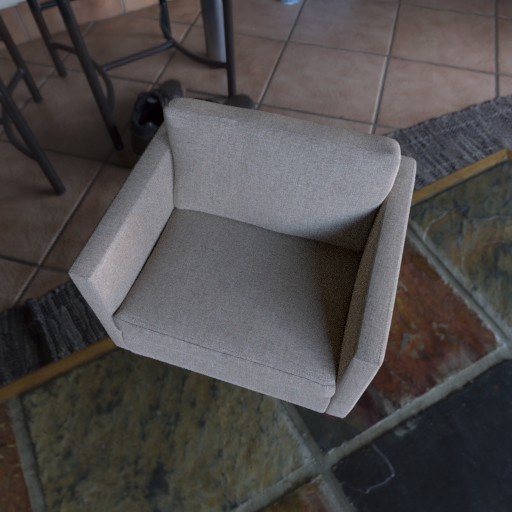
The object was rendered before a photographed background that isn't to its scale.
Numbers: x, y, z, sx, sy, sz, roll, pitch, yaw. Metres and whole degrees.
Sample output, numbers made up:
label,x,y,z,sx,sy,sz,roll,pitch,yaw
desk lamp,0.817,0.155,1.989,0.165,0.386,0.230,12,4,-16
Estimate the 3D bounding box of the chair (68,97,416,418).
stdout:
label,x,y,z,sx,sy,sz,roll,pitch,yaw
chair,0.000,0.000,1.888,1.107,0.987,0.959,15,58,10
